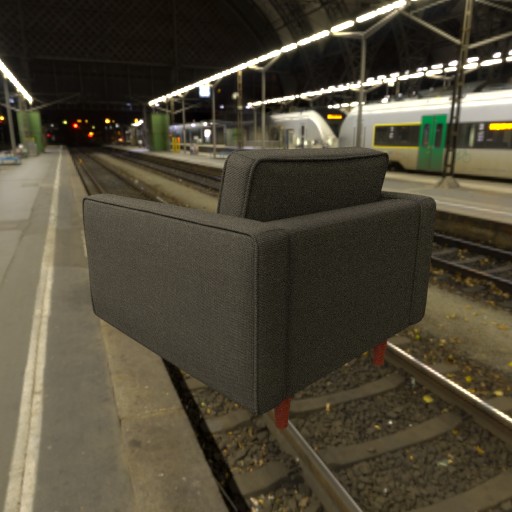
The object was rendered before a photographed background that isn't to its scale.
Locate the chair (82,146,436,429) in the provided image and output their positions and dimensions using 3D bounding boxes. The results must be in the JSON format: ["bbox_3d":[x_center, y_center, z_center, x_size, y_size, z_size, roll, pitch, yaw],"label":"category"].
[{"bbox_3d":[0.000,0.000,1.605,0.899,0.770,0.919,-14,20,-42],"label":"chair"}]
